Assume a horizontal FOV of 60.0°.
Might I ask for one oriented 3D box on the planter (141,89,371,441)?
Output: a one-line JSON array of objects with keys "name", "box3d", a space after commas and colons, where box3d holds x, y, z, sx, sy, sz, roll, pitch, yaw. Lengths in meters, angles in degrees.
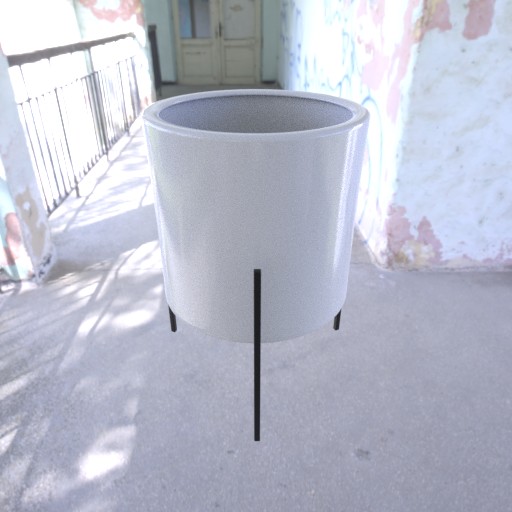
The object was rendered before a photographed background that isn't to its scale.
[{"name": "planter", "box3d": [0.000, 0.000, 0.750, 0.360, 0.480, 0.361, 0, 30, -1]}]
